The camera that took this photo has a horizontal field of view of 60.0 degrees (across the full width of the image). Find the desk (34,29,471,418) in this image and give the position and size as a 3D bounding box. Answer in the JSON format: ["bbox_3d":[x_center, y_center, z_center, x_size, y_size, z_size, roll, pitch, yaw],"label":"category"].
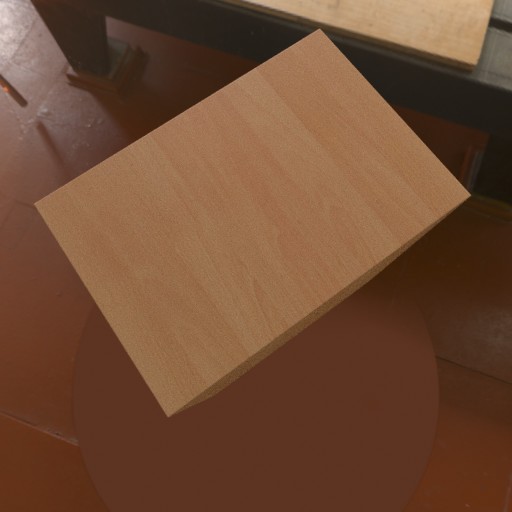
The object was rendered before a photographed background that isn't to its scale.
[{"bbox_3d":[0.000,0.000,1.075,0.600,0.730,0.404,-35,78,-9],"label":"desk"}]
